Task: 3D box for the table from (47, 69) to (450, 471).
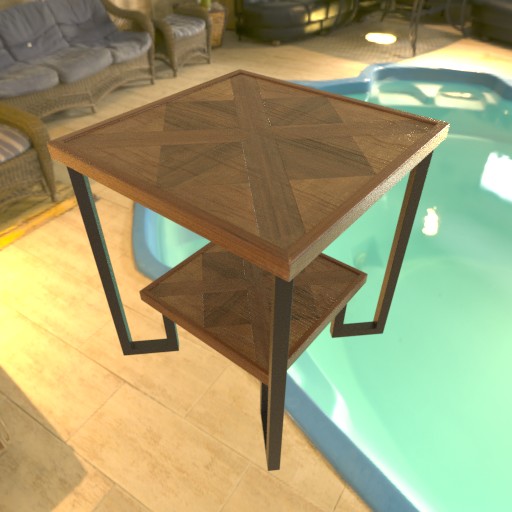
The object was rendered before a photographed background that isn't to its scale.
[{"bbox_3d":[0.000,0.000,0.954,0.503,0.563,0.503,27,47,29],"label":"table"}]
